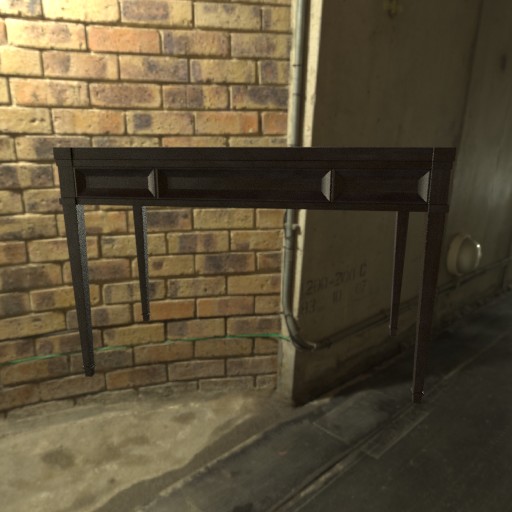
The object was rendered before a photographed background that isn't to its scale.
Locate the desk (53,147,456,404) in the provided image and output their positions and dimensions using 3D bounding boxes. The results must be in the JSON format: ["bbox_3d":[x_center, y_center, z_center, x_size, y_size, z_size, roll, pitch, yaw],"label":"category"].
[{"bbox_3d":[0.000,0.000,1.803,1.289,0.861,0.630,2,14,8],"label":"desk"}]
